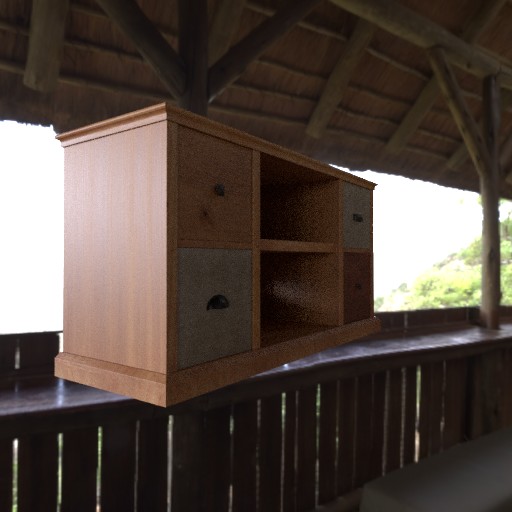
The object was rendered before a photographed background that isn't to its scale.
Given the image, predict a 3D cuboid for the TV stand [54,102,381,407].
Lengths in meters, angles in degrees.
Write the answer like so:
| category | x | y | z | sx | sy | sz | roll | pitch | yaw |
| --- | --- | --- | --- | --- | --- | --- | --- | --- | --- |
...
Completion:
| category | x | y | z | sx | sy | sz | roll | pitch | yaw |
| --- | --- | --- | --- | --- | --- | --- | --- | --- | --- |
| TV stand | 0.000 | 0.000 | 1.476 | 0.417 | 0.607 | 1.181 | 0 | -1 | 36 |
